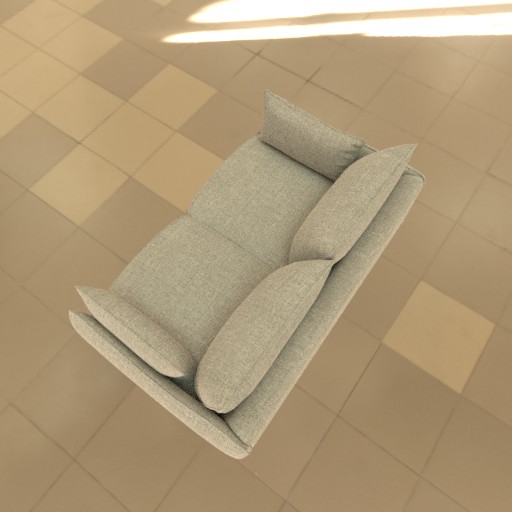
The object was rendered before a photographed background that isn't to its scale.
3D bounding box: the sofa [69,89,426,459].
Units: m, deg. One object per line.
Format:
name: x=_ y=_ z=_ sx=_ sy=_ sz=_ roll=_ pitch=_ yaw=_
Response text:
sofa: x=0.000 y=0.000 z=2.147 sx=0.972 sy=0.851 sz=1.580 roll=33 pitch=68 yaw=15
